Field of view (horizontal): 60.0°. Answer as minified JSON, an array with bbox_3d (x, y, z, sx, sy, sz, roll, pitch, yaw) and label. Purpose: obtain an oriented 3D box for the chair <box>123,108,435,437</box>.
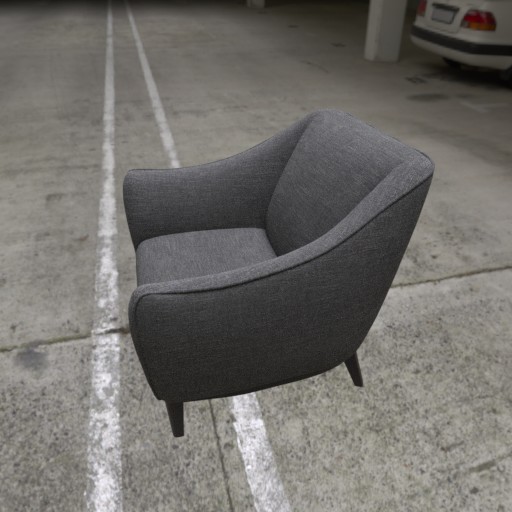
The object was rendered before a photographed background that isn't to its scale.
[{"bbox_3d":[0.000,0.000,1.538,0.851,0.829,0.870,-8,32,-13],"label":"chair"}]
